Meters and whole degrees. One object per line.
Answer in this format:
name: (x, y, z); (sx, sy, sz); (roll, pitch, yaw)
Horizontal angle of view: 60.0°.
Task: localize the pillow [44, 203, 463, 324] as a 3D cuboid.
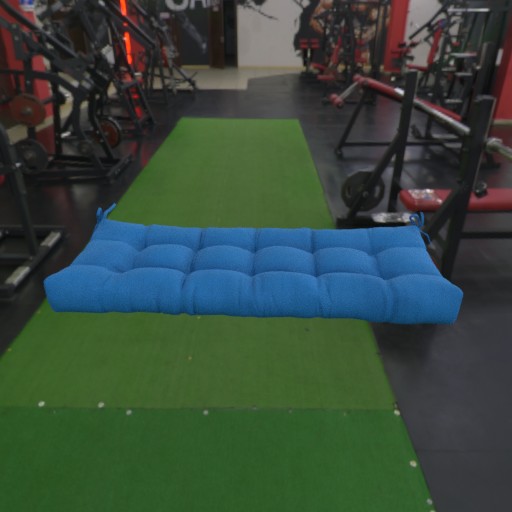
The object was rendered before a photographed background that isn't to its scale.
pillow: (0.000, 0.000, 1.397); (1.194, 0.174, 0.511); (1, 29, 3)
